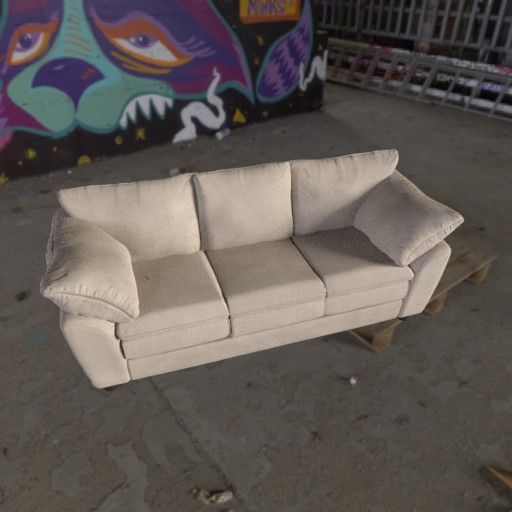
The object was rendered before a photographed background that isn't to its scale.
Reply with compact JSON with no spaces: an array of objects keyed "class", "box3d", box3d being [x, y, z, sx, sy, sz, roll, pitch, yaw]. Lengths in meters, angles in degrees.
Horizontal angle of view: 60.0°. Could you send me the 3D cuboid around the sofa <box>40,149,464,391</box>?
[{"class":"sofa","box3d":[0.000,0.000,2.776,2.334,0.996,0.878,-10,34,-15]}]
